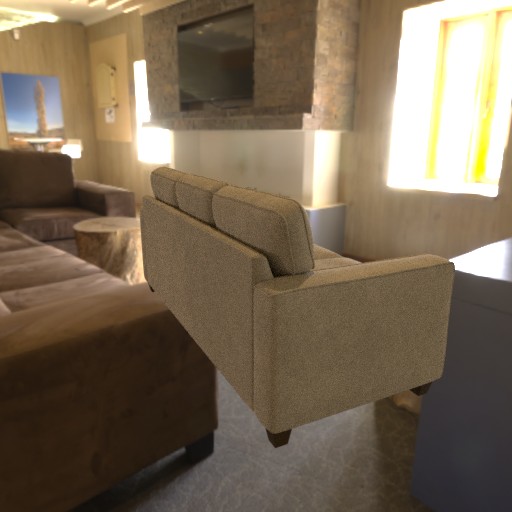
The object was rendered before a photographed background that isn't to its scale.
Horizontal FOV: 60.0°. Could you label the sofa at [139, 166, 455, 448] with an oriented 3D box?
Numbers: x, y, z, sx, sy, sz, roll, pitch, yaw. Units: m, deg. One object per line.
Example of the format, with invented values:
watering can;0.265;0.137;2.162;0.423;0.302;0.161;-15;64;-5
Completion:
sofa;0.000;0.000;2.676;0.939;0.965;2.133;-8;17;-26
